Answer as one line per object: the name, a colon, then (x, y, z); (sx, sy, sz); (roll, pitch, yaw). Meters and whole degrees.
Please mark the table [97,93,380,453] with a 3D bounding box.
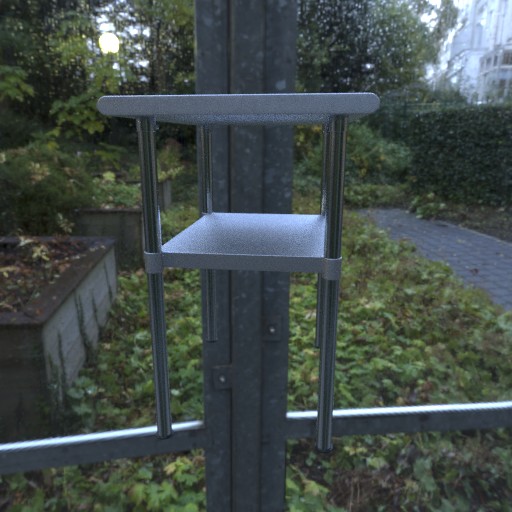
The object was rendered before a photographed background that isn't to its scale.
table: (0.000, 0.000, 1.374); (0.584, 0.876, 0.762); (2, 15, 7)
